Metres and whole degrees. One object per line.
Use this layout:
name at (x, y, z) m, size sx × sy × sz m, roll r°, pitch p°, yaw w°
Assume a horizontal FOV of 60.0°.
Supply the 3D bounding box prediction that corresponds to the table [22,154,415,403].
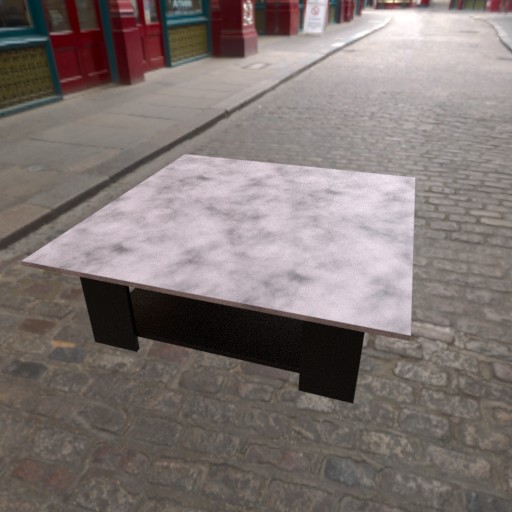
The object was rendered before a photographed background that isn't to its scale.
table at (0.000, 0.000, 1.383) m, size 0.890 × 0.305 × 0.890 m, roll 9°, pitch 31°, yaw 15°
